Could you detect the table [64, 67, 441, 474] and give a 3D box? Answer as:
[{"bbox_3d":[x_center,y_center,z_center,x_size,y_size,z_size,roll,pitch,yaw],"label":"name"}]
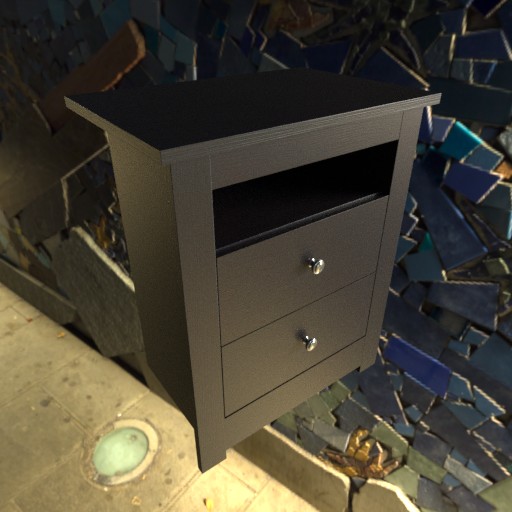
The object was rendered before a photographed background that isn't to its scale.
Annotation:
[{"bbox_3d":[0.000,0.000,1.020,0.589,0.711,0.408,-21,37,-30],"label":"table"}]
